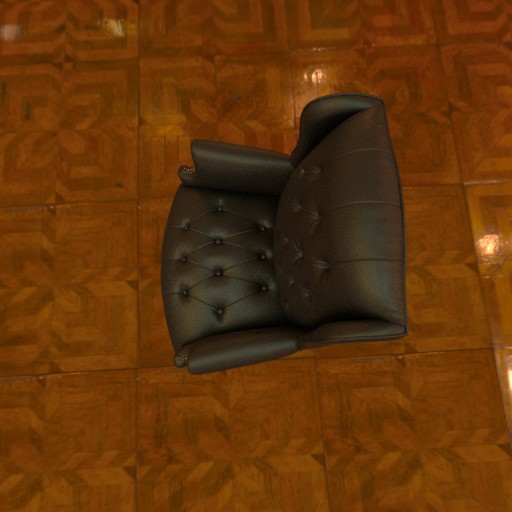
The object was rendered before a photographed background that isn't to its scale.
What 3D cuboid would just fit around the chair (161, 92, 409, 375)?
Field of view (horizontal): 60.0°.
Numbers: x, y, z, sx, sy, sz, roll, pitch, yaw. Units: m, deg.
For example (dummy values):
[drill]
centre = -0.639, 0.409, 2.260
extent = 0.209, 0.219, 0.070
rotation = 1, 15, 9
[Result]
[chair]
centre = 0.000, 0.000, 1.640
extent = 0.762, 1.111, 0.838
rotation = -1, 76, 0
